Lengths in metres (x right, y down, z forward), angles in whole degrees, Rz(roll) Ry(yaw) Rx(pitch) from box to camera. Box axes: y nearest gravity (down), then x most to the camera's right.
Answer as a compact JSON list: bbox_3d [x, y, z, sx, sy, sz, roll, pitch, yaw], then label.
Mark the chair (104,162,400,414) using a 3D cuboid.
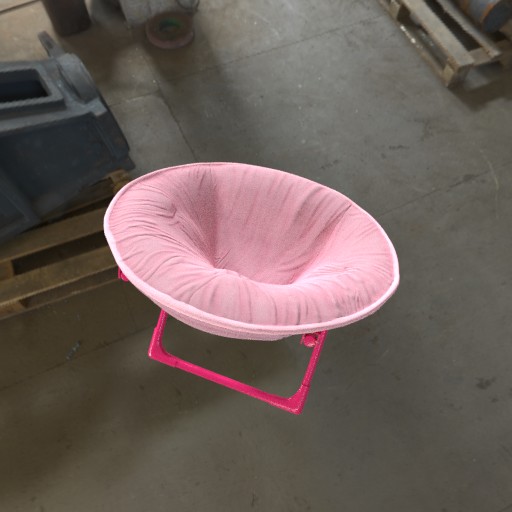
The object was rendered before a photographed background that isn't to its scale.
[{"bbox_3d":[0.000,0.000,0.897,0.522,0.494,0.459,18,65,9],"label":"chair"}]
